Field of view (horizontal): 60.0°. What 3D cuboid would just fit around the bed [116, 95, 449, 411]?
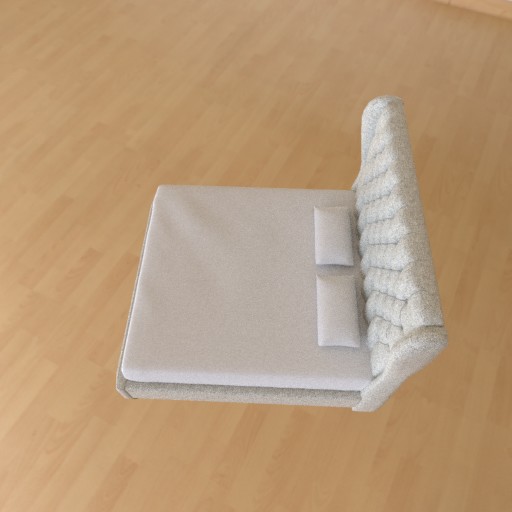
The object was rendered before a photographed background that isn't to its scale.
[{"bbox_3d":[0.000,0.000,3.866,2.347,1.771,2.219,2,59,1],"label":"bed"}]
